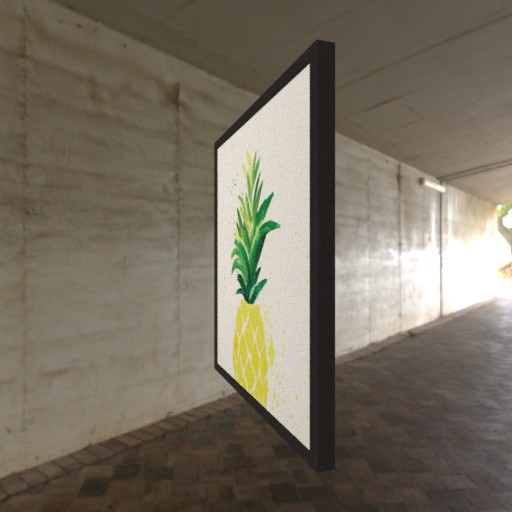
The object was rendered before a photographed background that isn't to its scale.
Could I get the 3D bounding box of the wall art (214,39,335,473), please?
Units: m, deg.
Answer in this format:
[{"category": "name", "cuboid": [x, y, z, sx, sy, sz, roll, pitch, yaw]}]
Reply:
[{"category": "wall art", "cuboid": [0.000, 0.000, 1.143, 0.037, 0.760, 0.762, 0, 0, -19]}]
